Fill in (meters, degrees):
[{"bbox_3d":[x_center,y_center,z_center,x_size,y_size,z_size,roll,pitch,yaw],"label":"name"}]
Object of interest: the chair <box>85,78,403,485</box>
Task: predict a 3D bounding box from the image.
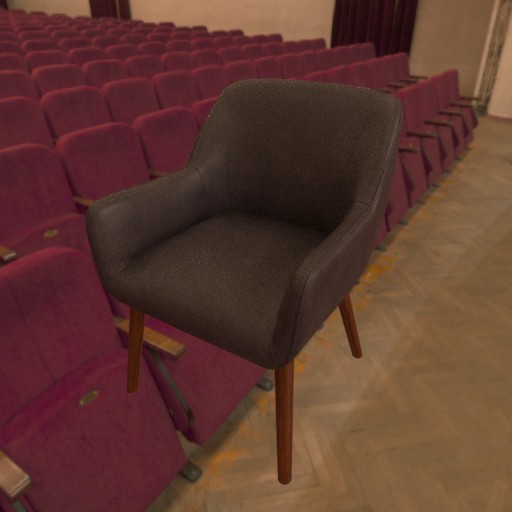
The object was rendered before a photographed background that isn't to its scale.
[{"bbox_3d":[0.000,0.000,1.199,0.610,0.828,0.610,18,33,29],"label":"chair"}]
